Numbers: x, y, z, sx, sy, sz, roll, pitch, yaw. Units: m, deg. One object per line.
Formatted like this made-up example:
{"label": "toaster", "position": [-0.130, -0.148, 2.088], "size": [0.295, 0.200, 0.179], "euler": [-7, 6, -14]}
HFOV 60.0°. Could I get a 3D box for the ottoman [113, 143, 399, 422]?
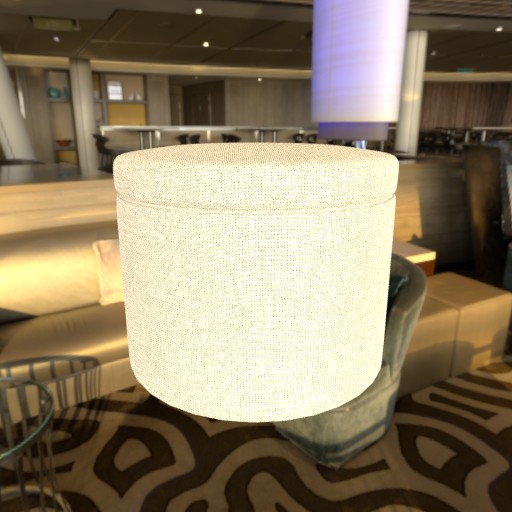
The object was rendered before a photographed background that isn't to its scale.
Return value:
{"label": "ottoman", "position": [0.000, 0.000, 0.857], "size": [0.500, 0.419, 0.500], "euler": [0, 16, 0]}
